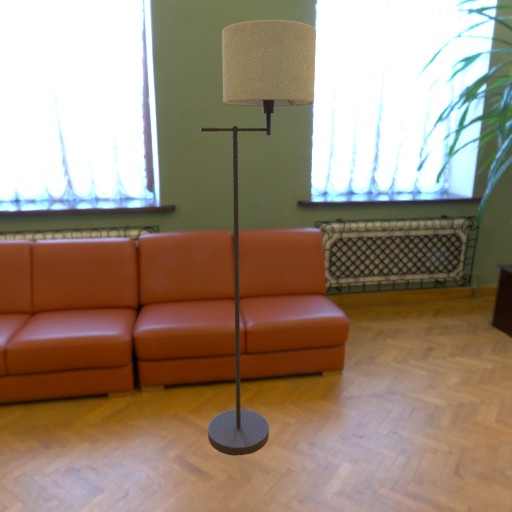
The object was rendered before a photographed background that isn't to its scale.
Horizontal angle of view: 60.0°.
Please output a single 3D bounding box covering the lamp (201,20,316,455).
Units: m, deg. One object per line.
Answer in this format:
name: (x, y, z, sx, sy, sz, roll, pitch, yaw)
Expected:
lamp: (0.000, 0.000, 1.730, 0.416, 1.600, 0.324, -3, 15, -11)
